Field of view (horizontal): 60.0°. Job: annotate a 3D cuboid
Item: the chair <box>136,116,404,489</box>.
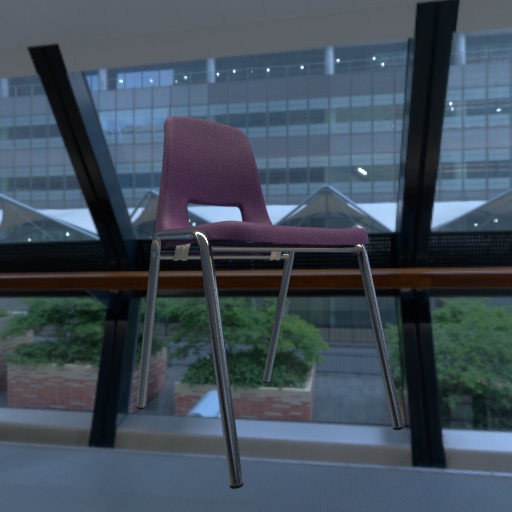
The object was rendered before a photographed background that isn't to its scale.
[{"bbox_3d":[0.000,0.000,0.895,0.381,0.654,0.432,0,0,-35],"label":"chair"}]
